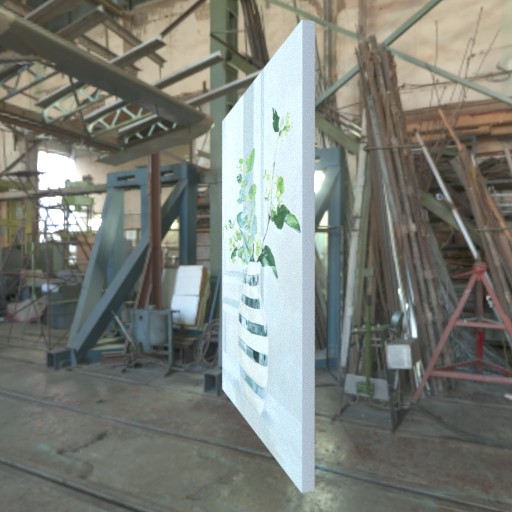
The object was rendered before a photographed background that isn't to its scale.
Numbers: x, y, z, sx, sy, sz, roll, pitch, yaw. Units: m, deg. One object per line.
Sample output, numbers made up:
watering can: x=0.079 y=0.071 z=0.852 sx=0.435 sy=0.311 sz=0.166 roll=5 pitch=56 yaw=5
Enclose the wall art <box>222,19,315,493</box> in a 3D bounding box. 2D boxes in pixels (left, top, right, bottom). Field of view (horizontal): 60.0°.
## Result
wall art: x=0.000 y=0.000 z=1.575 sx=0.038 sy=1.212 sz=0.914 roll=0 pitch=0 yaw=-17
